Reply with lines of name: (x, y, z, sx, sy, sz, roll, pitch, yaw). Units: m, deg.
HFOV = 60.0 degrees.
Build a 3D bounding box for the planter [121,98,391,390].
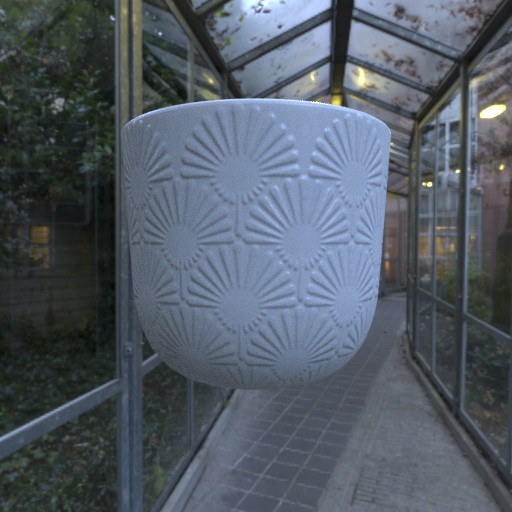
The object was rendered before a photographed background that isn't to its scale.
planter: (0.000, 0.000, 0.293, 0.170, 0.152, 0.170, 0, 1, 0)
